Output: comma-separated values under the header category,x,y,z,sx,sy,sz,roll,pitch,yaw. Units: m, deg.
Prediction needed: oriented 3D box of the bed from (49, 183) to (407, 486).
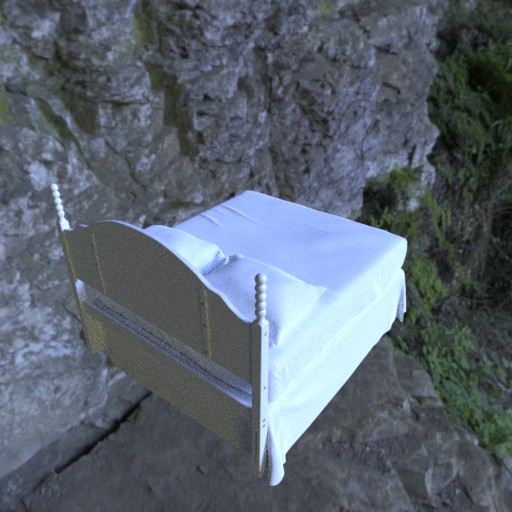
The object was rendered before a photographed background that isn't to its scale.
category,x,y,z,sx,sy,sz,roll,pitch,yaw
bed,0.000,0.000,3.272,1.873,1.356,2.040,22,37,32
